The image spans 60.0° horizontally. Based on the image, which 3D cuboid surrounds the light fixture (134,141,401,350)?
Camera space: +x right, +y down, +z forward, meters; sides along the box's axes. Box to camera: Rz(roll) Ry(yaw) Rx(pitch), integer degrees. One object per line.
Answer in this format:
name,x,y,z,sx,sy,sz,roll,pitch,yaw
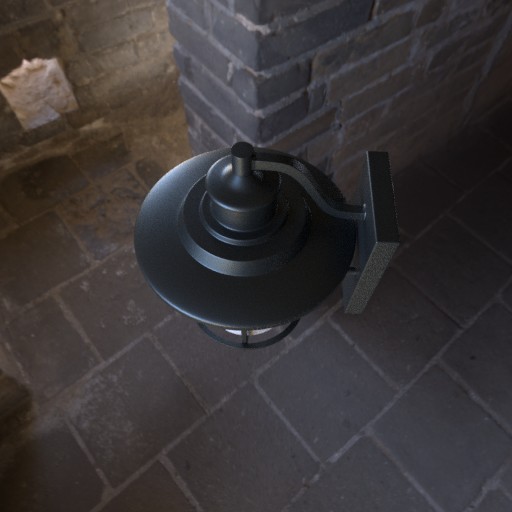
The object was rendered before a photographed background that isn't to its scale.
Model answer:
light fixture,0.000,0.000,0.511,0.252,0.345,0.222,2,60,1
